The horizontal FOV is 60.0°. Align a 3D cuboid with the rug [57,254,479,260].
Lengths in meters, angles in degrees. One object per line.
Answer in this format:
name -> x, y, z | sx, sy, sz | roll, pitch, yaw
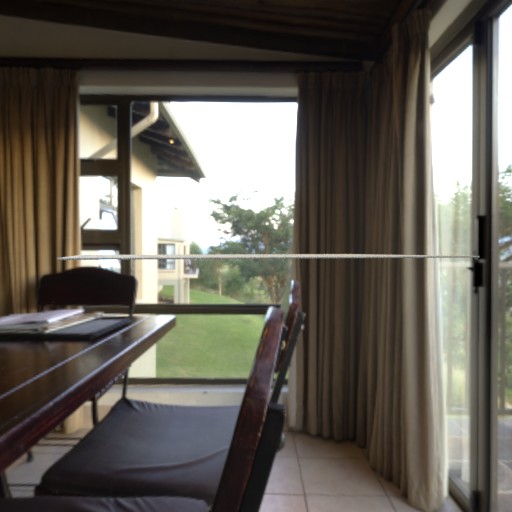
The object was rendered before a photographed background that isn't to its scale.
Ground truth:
rug -> 0.000, 0.000, 2.274 | 1.752, 0.006, 1.142 | 0, 1, -18
